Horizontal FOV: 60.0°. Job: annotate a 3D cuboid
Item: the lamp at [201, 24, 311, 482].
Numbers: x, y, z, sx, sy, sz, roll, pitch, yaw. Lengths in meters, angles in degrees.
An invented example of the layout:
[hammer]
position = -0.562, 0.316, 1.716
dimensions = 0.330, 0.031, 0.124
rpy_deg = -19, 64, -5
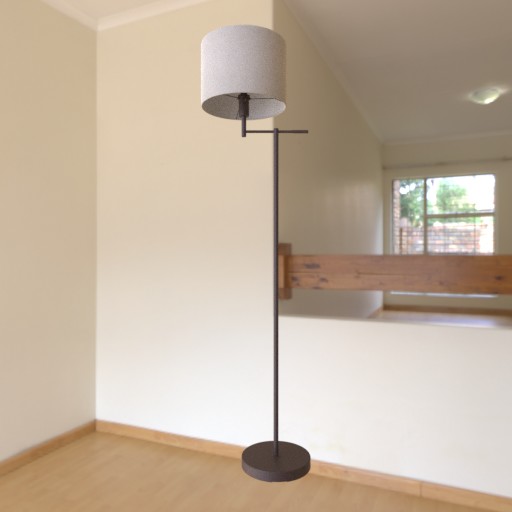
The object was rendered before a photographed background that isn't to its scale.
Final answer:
[lamp]
position = 0.000, 0.000, 1.695
dimensions = 0.416, 1.600, 0.324
rpy_deg = 0, 0, -1
